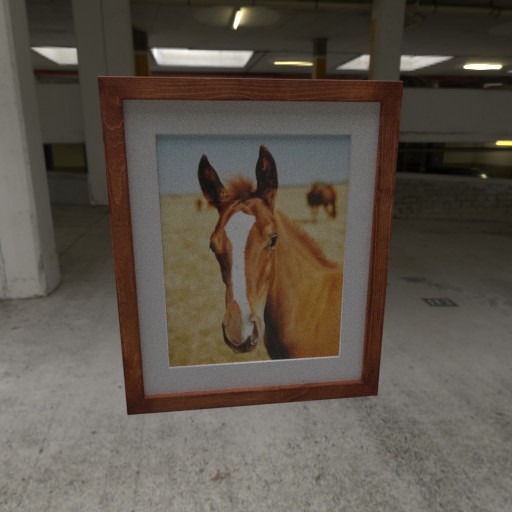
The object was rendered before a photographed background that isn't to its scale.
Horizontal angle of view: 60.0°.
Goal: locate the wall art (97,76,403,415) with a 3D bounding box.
[{"bbox_3d":[0.000,0.000,0.751,0.462,0.558,0.030,-2,15,-7],"label":"wall art"}]
